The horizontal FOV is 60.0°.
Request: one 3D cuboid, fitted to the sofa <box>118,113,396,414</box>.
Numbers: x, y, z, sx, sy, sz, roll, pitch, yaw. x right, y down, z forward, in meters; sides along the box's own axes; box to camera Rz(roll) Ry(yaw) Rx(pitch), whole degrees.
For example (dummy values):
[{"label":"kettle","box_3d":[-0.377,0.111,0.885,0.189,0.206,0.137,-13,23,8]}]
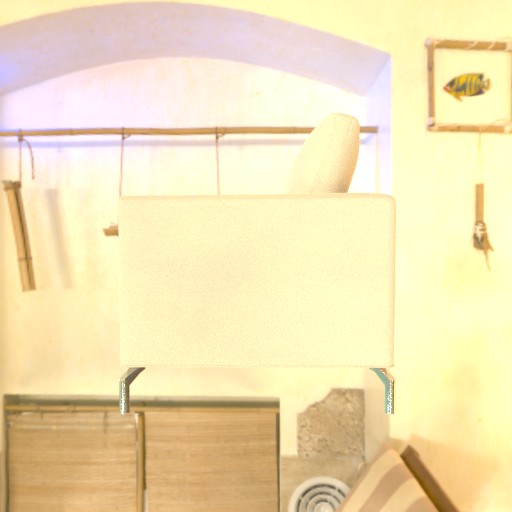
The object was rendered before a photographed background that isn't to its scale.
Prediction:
[{"label":"sofa","box_3d":[0.000,0.000,2.259,0.906,0.995,1.739,0,1,0]}]
